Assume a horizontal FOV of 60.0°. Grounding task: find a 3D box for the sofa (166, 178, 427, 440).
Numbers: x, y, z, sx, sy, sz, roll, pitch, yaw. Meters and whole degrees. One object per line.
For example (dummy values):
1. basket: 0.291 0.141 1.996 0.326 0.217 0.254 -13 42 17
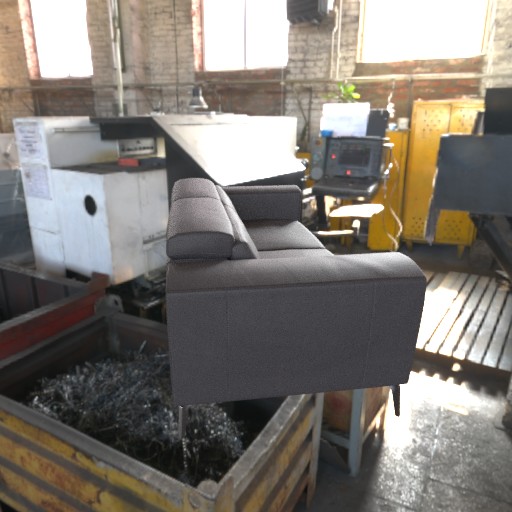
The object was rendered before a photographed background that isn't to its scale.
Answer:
1. sofa: 0.000 0.000 2.823 1.048 0.814 2.330 -3 18 -8
